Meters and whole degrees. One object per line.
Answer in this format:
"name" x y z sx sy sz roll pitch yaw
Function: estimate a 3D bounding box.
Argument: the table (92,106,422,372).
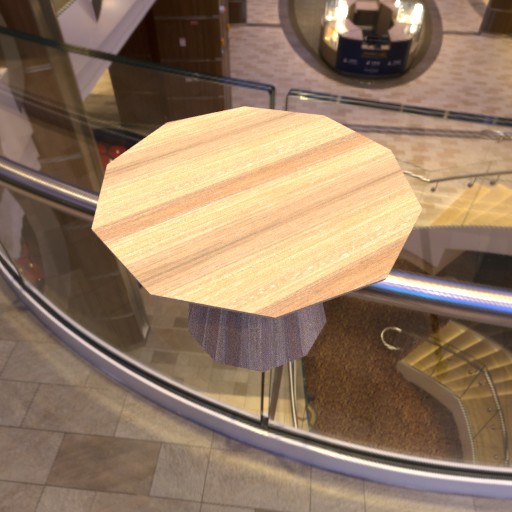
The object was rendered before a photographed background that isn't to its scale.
"table" 0.000 0.000 1.904 1.186 0.752 1.186 0 47 0
